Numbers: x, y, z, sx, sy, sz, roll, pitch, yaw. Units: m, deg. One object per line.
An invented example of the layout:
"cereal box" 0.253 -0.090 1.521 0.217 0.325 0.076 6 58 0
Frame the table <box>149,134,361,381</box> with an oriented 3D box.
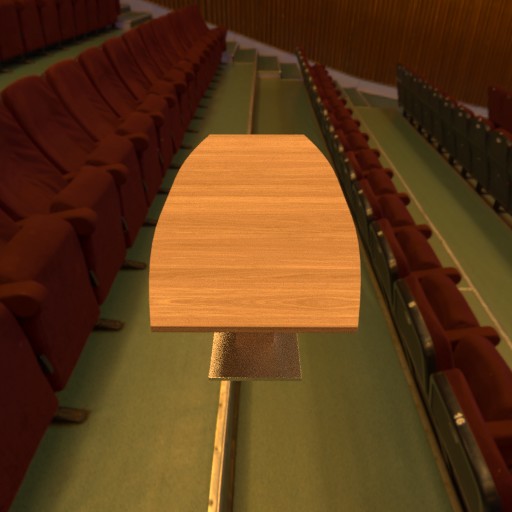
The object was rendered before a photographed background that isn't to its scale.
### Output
"table" 0.000 0.000 2.482 0.900 0.750 2.032 0 32 0
